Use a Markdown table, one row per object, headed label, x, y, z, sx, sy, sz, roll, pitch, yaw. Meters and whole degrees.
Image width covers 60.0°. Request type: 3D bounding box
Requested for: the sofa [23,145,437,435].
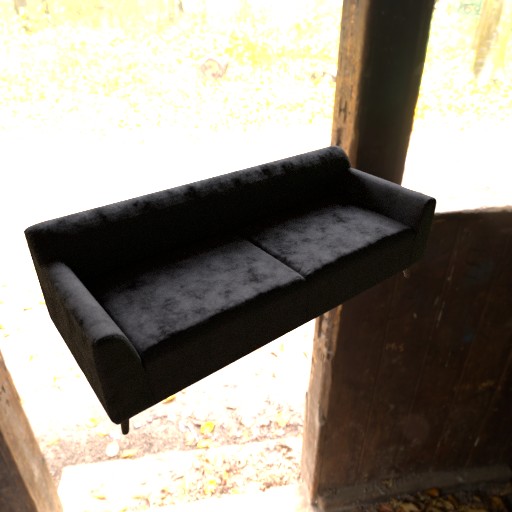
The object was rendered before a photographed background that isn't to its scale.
| label | x | y | z | sx | sy | sz | roll | pitch | yaw |
| --- | --- | --- | --- | --- | --- | --- | --- | --- | --- |
| sofa | 0.000 | 0.000 | 2.596 | 2.190 | 0.740 | 0.900 | -22 | 37 | -32 |
